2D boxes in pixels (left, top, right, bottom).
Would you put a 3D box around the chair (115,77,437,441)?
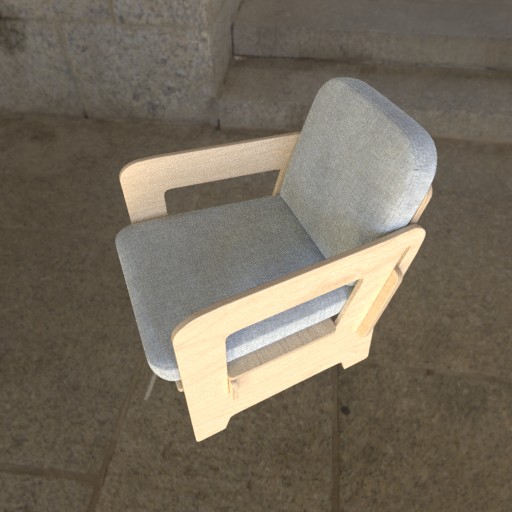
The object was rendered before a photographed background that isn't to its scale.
[{"bbox_3d":[0.000,0.000,1.237,0.710,0.800,0.590,-16,48,-15],"label":"chair"}]
